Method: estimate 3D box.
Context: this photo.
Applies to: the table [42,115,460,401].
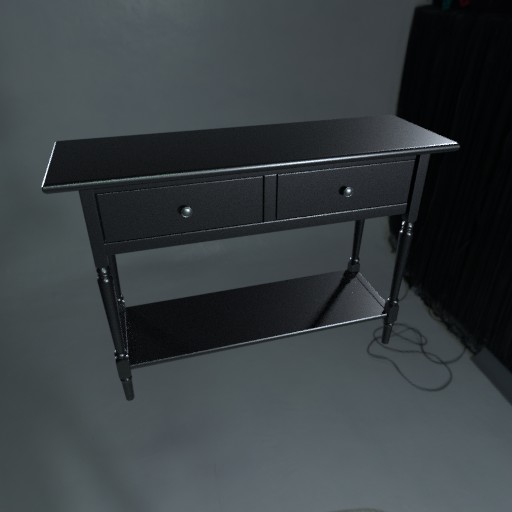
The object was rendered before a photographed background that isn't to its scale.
[{"bbox_3d":[0.000,0.000,1.575,1.191,0.819,0.386,-9,32,-14],"label":"table"}]
